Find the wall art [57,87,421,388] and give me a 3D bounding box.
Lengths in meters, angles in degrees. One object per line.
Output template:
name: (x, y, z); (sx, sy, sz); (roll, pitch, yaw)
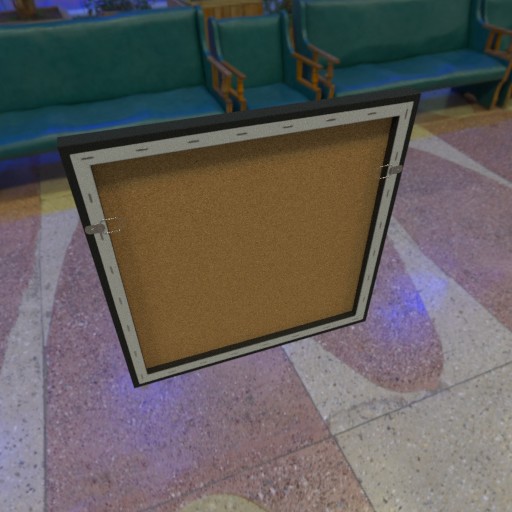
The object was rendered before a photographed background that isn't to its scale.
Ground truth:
wall art: (0.000, 0.000, 1.139); (0.758, 0.758, 0.044); (-13, 42, -15)
